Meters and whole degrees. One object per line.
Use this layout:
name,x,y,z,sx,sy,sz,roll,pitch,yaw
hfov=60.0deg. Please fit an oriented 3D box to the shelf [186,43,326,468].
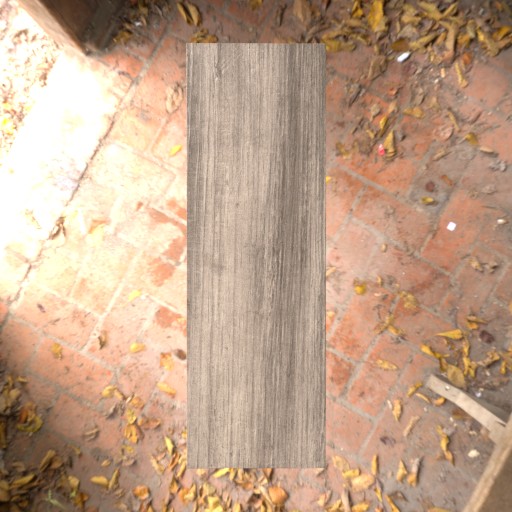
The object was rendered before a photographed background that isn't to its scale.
shelf,0.000,0.000,0.698,0.200,0.125,0.610,0,90,0
